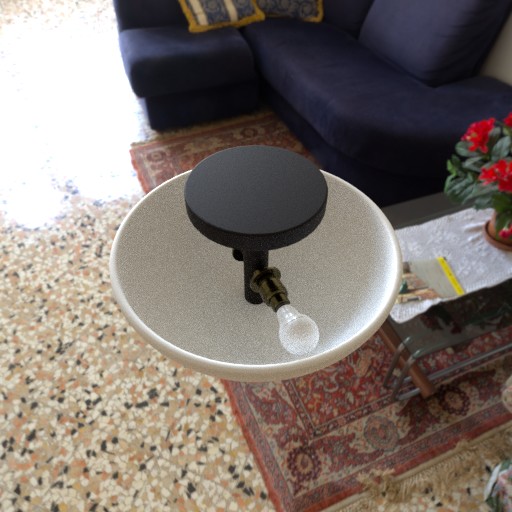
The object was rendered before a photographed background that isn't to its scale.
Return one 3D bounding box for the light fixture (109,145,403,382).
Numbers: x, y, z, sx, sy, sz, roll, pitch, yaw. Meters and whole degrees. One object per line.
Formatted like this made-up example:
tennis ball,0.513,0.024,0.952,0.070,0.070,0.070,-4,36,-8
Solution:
light fixture,0.000,0.000,0.527,0.331,0.212,0.331,0,47,0
